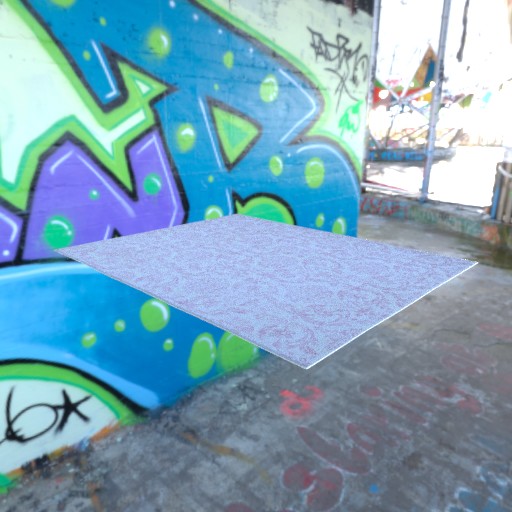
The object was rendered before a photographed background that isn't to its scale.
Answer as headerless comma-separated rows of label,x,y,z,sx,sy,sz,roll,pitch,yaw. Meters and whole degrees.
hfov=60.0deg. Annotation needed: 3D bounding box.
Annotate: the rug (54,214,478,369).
rug,0.000,0.000,3.956,2.980,0.012,2.363,16,23,42
